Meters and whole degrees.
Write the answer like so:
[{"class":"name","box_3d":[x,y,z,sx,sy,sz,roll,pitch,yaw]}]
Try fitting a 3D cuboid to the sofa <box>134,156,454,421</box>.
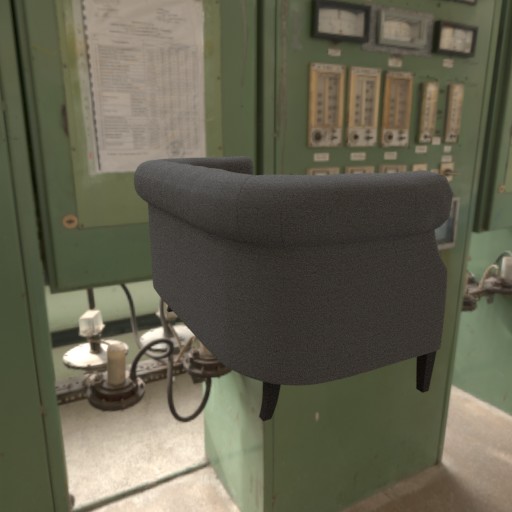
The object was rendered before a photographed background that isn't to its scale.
[{"class":"sofa","box_3d":[0.000,0.000,1.992,0.835,0.827,1.558,-8,17,-26]}]
